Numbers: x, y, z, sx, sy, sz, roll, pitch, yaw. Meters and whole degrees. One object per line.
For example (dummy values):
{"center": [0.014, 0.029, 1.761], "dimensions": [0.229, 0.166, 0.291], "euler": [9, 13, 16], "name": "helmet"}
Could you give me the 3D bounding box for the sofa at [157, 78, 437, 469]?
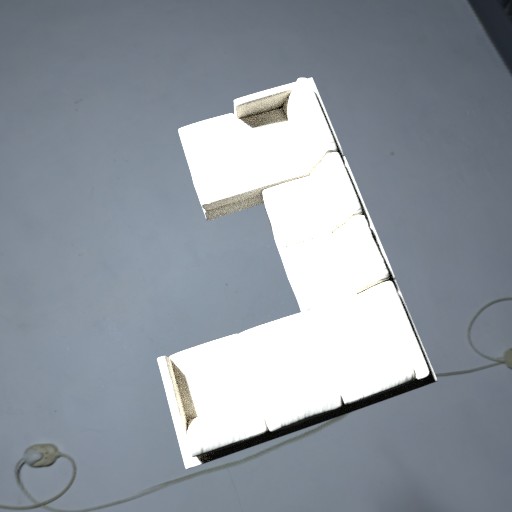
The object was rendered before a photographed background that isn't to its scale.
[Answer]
{"center": [0.000, 0.000, 4.650], "dimensions": [2.448, 0.882, 3.464], "euler": [-18, 76, -5], "name": "sofa"}
